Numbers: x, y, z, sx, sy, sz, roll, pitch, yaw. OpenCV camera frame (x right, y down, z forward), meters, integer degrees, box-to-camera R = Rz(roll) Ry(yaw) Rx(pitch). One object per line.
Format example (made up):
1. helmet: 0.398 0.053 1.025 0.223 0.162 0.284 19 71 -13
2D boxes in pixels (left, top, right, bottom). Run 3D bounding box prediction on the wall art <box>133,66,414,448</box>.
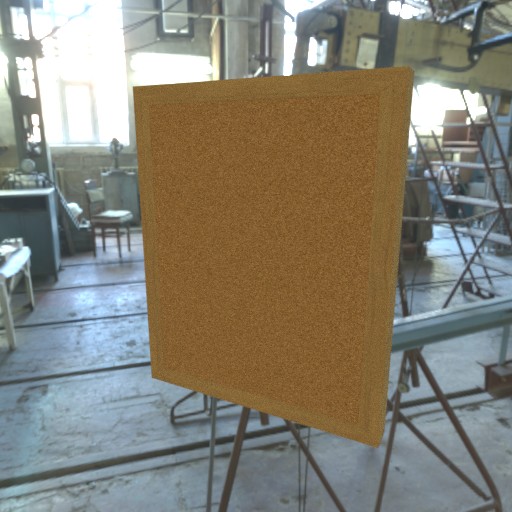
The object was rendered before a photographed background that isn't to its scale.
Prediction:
1. wall art: 0.000 0.000 0.510 0.312 0.380 0.030 8 16 27
